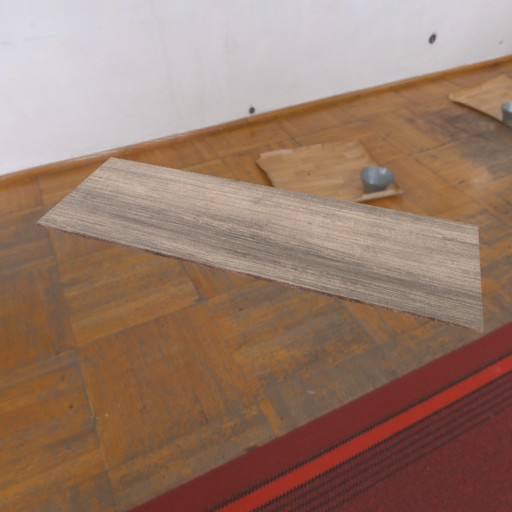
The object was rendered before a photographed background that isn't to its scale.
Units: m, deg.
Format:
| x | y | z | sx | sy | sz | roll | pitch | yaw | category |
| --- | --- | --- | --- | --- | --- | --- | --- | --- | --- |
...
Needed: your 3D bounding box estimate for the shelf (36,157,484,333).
| x | y | z | sx | sy | sz | roll | pitch | yaw | category |
| --- | --- | --- | --- | --- | --- | --- | --- | --- | --- |
| 0.000 | 0.000 | 0.684 | 0.610 | 0.125 | 0.200 | 13 | 44 | 14 | shelf |
